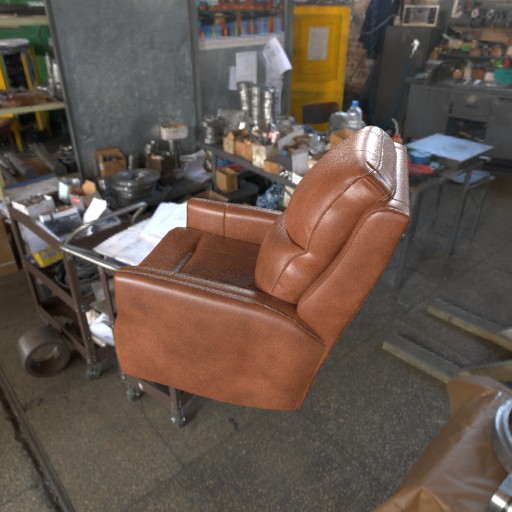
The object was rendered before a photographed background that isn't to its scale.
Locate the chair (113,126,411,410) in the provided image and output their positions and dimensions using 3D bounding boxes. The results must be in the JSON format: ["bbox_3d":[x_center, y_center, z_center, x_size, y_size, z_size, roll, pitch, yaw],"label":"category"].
[{"bbox_3d":[0.000,0.000,1.821,1.072,1.016,0.821,8,32,13],"label":"chair"}]
